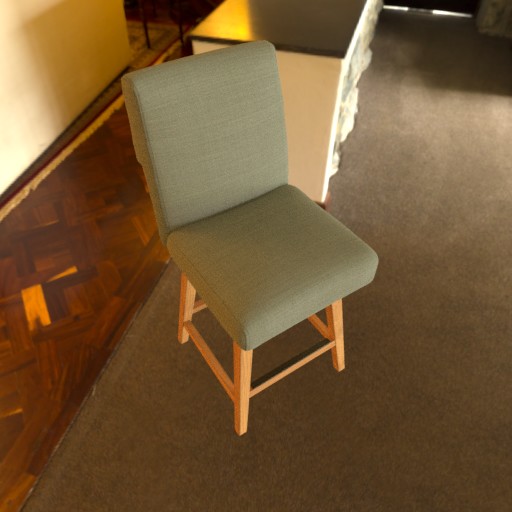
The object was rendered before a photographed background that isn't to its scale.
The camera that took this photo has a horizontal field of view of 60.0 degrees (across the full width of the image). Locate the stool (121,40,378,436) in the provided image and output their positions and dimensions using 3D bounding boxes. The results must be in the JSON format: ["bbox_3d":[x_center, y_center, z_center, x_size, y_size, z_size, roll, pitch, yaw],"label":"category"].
[{"bbox_3d":[0.000,0.000,1.327,0.459,1.019,0.570,-25,51,-23],"label":"stool"}]
